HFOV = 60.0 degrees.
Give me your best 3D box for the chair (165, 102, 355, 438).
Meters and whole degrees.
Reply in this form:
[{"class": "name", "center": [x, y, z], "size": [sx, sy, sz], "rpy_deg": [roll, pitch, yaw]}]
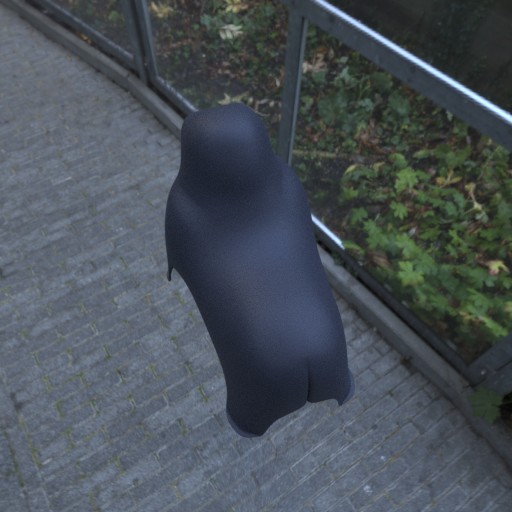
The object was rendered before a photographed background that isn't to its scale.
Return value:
[{"class": "chair", "center": [0.000, 0.000, 1.178], "size": [0.490, 0.600, 0.758], "rpy_deg": [-17, 59, -11]}]
